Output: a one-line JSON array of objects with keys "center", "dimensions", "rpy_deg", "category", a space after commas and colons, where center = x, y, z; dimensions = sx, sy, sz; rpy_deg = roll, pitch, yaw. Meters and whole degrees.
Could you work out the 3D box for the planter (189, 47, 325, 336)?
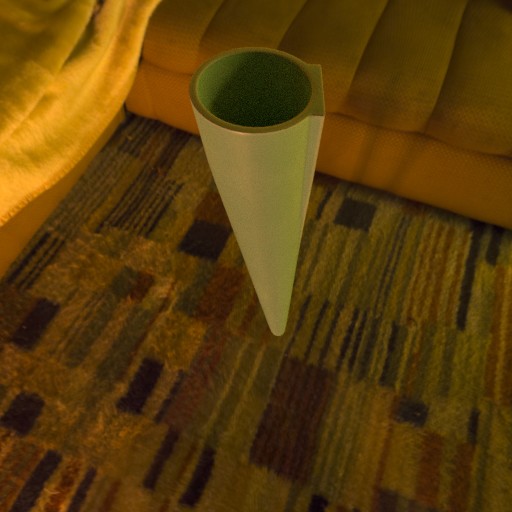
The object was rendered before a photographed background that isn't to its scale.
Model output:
[{"center": [0.000, 0.000, 0.295], "dimensions": [0.055, 0.268, 0.054], "rpy_deg": [1, 59, 1], "category": "planter"}]
